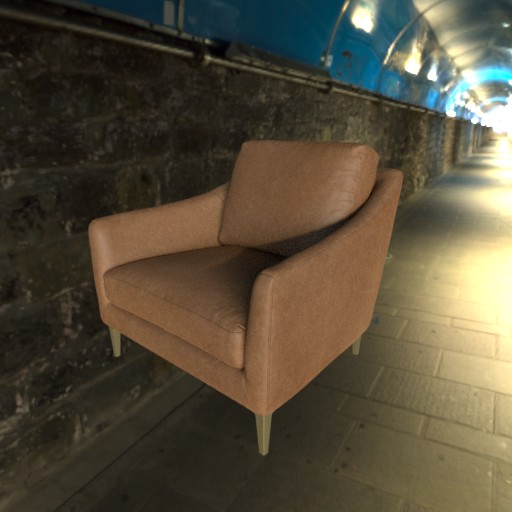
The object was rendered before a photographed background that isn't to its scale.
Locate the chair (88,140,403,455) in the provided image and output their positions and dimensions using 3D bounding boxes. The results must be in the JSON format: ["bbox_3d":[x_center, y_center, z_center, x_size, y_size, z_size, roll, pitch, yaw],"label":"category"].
[{"bbox_3d":[0.000,0.000,1.798,0.988,0.895,0.963,15,22,41],"label":"chair"}]
